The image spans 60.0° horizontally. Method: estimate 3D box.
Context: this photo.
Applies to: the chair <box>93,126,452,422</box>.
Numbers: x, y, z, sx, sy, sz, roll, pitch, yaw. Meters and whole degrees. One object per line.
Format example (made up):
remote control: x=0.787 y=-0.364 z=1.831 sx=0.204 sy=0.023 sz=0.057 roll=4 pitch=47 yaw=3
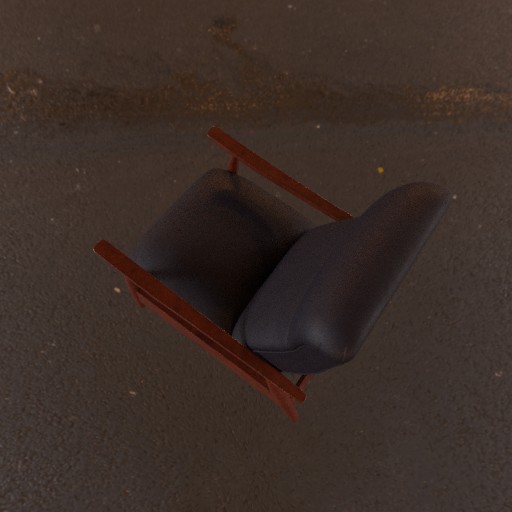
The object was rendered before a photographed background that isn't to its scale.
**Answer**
chair: x=0.000 y=0.000 z=1.783 sx=1.014 sy=1.082 sz=0.762 roll=33 pitch=68 yaw=15
